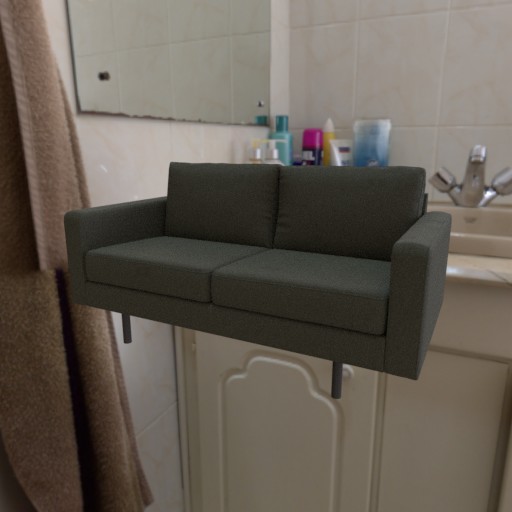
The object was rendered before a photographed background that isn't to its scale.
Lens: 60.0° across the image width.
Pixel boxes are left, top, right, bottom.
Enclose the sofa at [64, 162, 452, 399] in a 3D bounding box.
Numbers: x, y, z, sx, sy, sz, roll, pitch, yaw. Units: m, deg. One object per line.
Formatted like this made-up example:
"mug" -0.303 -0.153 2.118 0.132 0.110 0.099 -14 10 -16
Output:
"sofa" 0.000 0.000 2.242 1.730 0.897 0.889 7 15 27
